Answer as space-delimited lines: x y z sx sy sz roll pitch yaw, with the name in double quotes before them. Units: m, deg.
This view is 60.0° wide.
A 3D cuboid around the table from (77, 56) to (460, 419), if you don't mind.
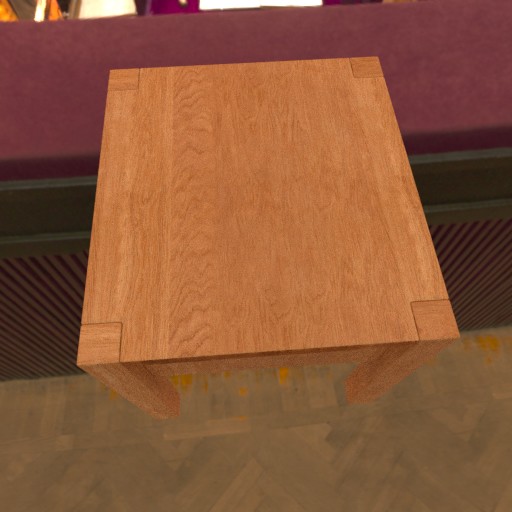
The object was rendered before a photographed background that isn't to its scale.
"table" 0.000 0.000 0.813 0.440 0.450 0.480 -4 63 -2
